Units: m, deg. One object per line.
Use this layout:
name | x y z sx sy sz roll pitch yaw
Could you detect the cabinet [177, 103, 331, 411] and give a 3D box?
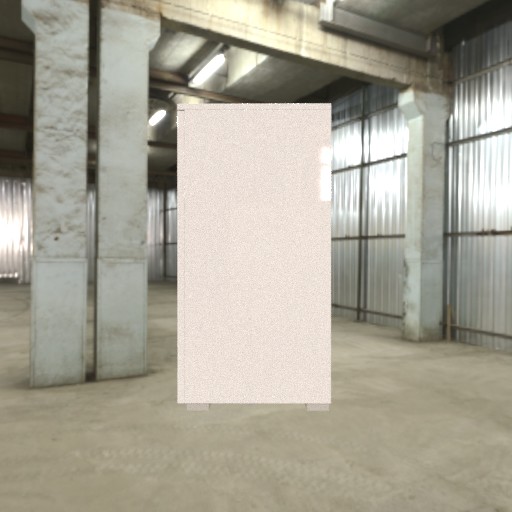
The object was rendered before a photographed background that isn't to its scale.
cabinet | 0.000 0.000 1.978 0.400 0.800 1.650 0 0 0
